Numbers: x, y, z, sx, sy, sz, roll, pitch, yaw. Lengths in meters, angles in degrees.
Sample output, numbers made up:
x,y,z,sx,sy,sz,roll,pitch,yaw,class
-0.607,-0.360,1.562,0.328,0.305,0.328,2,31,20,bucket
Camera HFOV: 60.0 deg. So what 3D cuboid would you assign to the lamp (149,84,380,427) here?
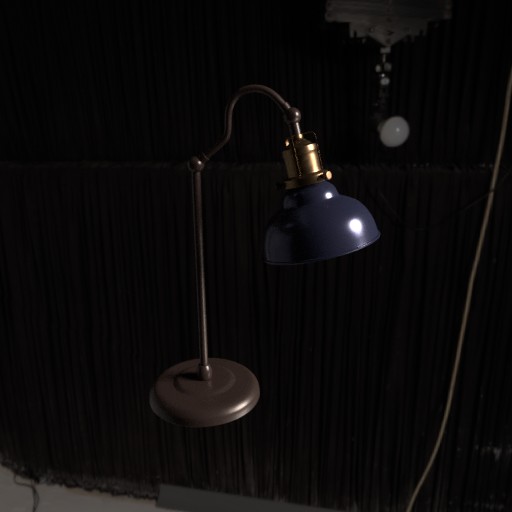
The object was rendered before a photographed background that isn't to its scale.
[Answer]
x,y,z,sx,sy,sz,roll,pitch,yaw,class
0.000,0.000,0.701,0.374,0.508,0.192,3,15,10,lamp
